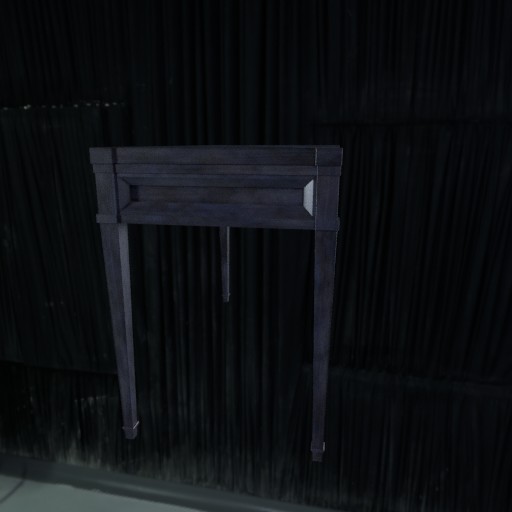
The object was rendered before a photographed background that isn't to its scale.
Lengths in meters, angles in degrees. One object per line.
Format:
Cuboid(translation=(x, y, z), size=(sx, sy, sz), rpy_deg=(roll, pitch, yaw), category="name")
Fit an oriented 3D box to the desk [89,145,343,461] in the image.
Cuboid(translation=(0.000, 0.000, 1.787), size=(0.630, 0.861, 1.289), rpy_deg=(2, 14, 10), category="desk")
